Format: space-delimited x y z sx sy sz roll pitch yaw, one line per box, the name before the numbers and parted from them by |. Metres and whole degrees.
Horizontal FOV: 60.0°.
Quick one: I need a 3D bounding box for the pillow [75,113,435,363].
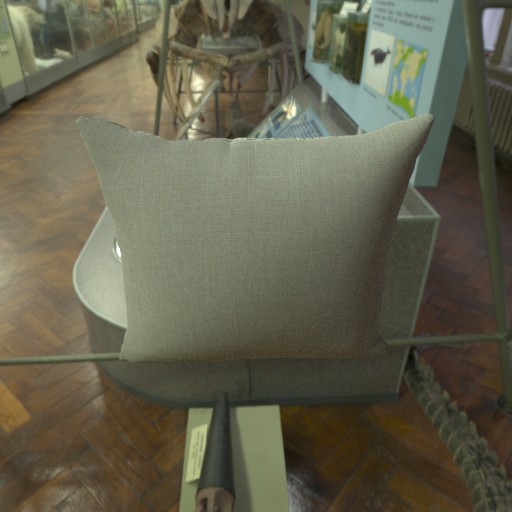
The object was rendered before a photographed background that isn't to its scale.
pillow | 0.000 0.000 0.779 0.546 0.487 0.180 -2 31 -3
